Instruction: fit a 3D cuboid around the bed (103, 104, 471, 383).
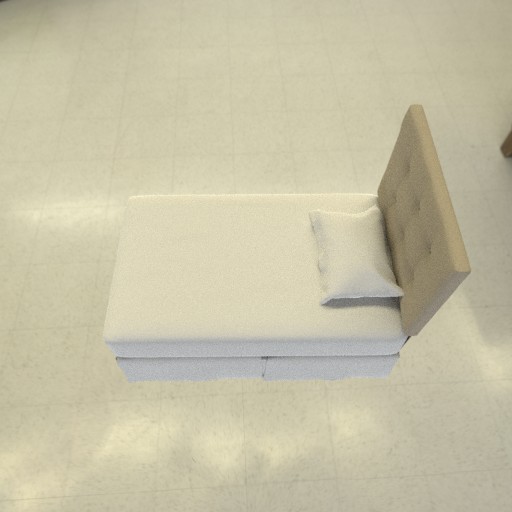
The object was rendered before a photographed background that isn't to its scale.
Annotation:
[{"bbox_3d":[0.000,0.000,2.970,1.997,1.571,1.261,0,59,0],"label":"bed"}]
